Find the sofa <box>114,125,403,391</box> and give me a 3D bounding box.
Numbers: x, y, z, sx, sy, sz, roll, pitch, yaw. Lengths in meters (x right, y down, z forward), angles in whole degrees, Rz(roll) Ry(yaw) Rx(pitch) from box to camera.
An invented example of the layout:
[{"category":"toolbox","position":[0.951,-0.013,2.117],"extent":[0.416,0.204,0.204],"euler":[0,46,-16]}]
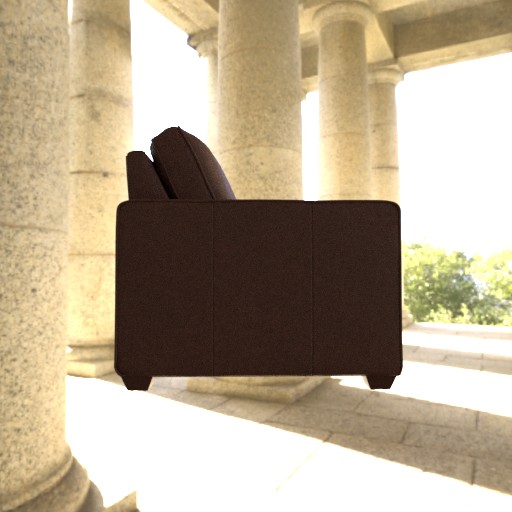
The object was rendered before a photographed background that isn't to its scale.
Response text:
[{"category":"sofa","position":[0.000,0.000,2.248],"extent":[0.947,0.918,1.709],"euler":[0,-2,-1]}]
